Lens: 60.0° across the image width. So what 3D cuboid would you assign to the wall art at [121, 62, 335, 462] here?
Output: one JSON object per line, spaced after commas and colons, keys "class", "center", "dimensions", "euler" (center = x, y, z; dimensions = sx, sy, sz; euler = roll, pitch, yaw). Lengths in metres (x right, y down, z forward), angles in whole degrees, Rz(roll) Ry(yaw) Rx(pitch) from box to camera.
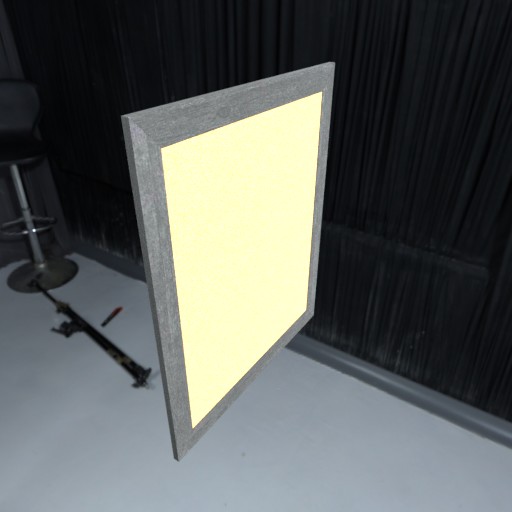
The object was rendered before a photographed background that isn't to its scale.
{"class": "wall art", "center": [0.000, 0.000, 0.770], "dimensions": [0.013, 0.570, 0.476], "euler": [20, 36, 29]}
